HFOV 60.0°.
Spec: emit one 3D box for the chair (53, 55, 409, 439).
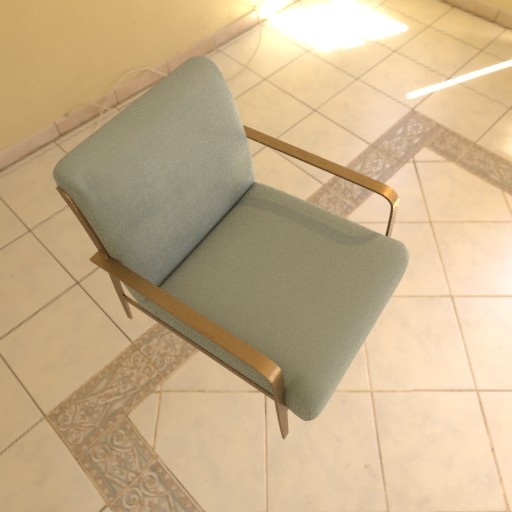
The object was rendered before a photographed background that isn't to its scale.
[{"bbox_3d":[0.000,0.000,1.429,0.842,0.824,0.701,31,63,18],"label":"chair"}]
